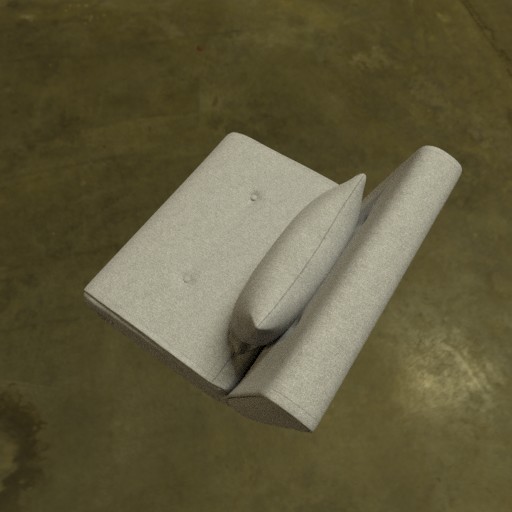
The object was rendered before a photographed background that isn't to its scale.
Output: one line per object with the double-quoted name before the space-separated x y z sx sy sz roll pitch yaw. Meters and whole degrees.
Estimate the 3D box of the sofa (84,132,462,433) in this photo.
"sofa" 0.000 0.000 1.733 1.000 0.825 1.020 31 66 15
